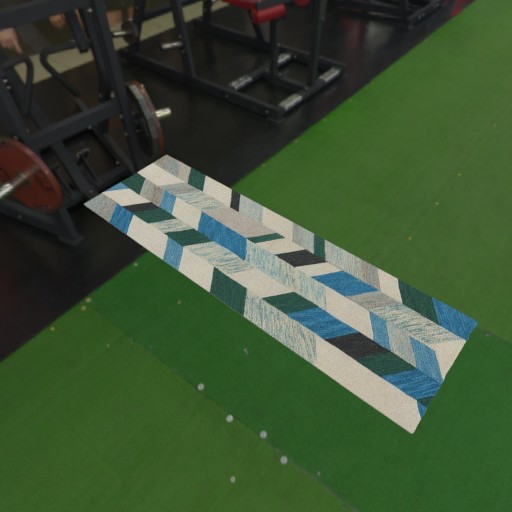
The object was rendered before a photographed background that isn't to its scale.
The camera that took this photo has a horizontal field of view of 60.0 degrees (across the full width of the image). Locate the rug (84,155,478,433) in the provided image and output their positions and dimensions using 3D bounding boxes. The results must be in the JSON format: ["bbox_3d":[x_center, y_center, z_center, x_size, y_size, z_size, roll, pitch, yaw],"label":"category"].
[{"bbox_3d":[0.000,0.000,2.686,2.437,0.008,0.774,31,54,26],"label":"rug"}]
